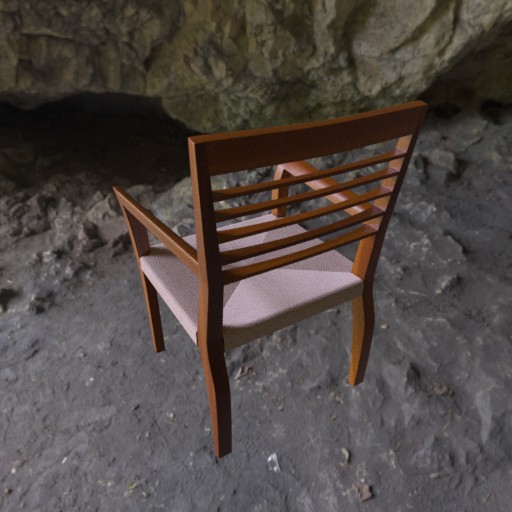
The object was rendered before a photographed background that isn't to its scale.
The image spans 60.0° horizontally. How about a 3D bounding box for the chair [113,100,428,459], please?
[{"bbox_3d":[0.000,0.000,1.233,0.587,0.855,0.540,-18,35,-27],"label":"chair"}]
